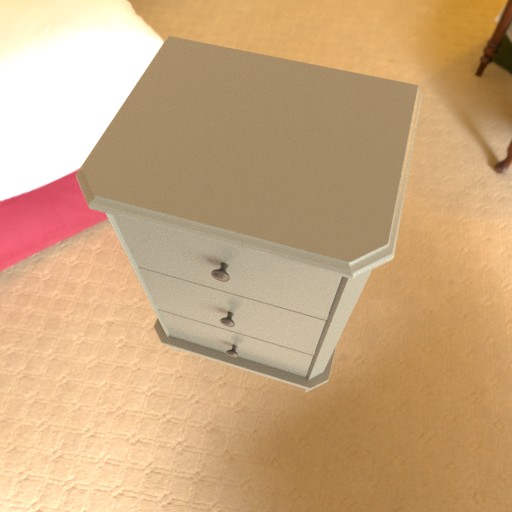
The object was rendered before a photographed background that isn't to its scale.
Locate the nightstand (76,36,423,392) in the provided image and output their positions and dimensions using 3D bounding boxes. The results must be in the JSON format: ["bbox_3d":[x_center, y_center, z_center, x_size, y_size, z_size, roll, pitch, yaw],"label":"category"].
[{"bbox_3d":[0.000,0.000,0.919,0.435,0.680,0.348,15,61,9],"label":"nightstand"}]
